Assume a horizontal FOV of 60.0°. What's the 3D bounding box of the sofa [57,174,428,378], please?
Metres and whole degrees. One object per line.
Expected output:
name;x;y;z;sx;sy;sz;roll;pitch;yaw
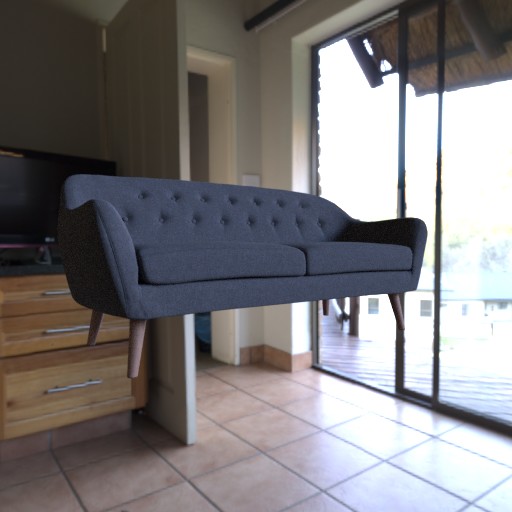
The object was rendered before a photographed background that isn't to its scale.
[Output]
sofa;0.000;0.000;2.265;1.840;0.820;0.820;-1;2;-35
